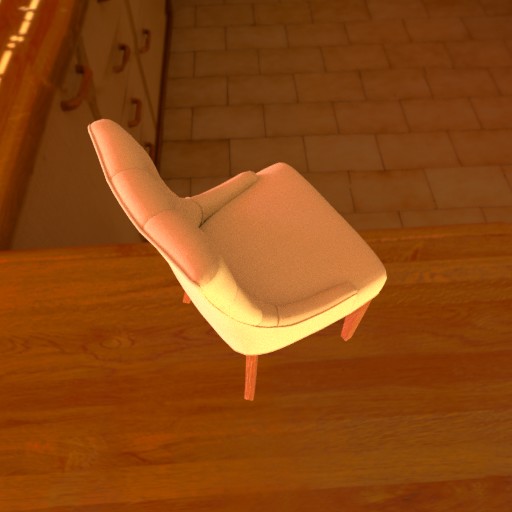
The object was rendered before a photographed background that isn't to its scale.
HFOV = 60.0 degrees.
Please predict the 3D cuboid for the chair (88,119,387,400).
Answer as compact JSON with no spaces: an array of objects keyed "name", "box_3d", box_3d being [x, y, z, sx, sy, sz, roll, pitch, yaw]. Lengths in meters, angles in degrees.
[{"name":"chair","box_3d":[0.000,0.000,1.211,0.565,0.874,0.509,-29,63,-17]}]
